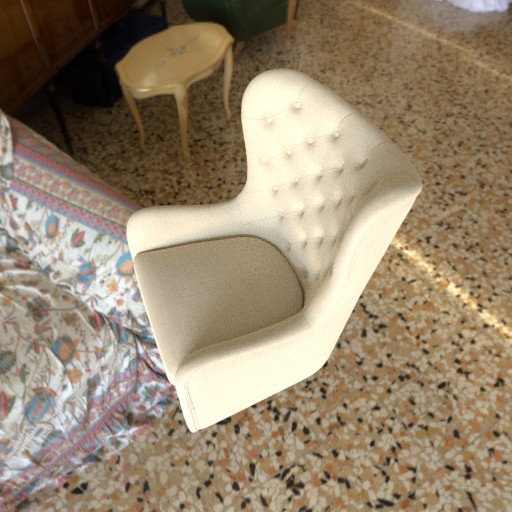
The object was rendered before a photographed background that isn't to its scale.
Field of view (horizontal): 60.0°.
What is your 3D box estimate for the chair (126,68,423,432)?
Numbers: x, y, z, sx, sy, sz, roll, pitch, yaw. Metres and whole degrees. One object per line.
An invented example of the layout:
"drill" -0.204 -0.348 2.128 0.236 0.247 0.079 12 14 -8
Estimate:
"chair" 0.000 0.000 1.758 0.929 1.079 0.831 -18 51 -15
